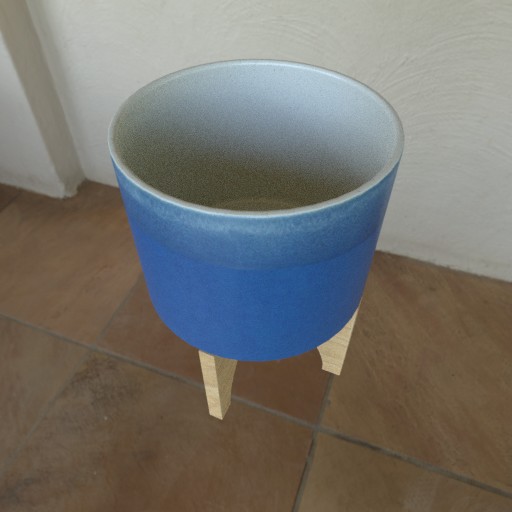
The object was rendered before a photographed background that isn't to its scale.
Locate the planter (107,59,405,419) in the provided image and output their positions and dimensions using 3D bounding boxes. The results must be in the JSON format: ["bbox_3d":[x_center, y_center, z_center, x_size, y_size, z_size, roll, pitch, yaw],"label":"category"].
[{"bbox_3d":[0.000,0.000,0.389,0.192,0.263,0.192,0,47,0],"label":"planter"}]
